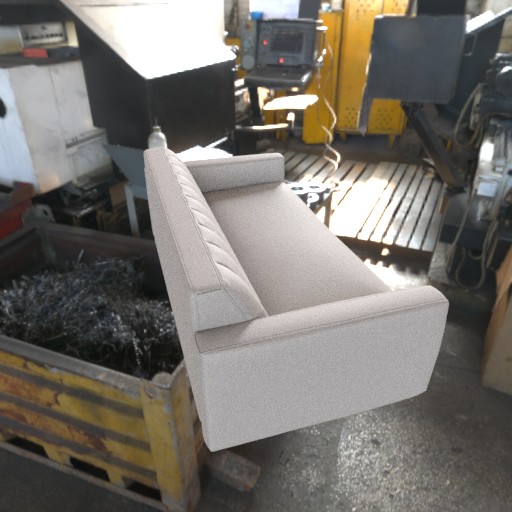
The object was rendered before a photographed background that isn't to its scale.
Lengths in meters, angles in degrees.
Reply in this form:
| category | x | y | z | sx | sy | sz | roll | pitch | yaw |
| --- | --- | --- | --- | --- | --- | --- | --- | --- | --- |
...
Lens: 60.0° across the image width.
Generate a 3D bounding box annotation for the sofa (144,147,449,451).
| category | x | y | z | sx | sy | sz | roll | pitch | yaw |
| --- | --- | --- | --- | --- | --- | --- | --- | --- | --- |
| sofa | 0.000 | 0.000 | 2.399 | 0.969 | 0.814 | 1.895 | -9 | 32 | -15 |
